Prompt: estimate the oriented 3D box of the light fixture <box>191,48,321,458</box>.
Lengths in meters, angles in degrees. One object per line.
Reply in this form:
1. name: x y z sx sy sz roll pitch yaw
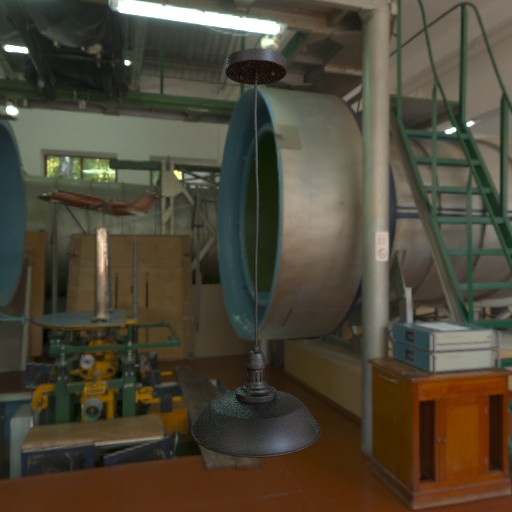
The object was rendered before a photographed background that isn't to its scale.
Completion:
1. light fixture: 0.000 0.000 1.140 0.331 0.993 0.331 0 0 18
